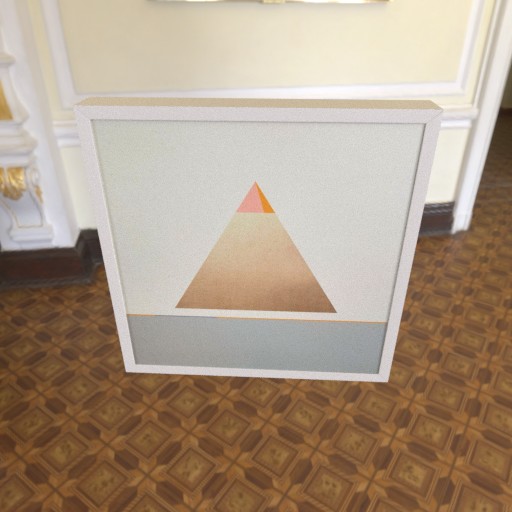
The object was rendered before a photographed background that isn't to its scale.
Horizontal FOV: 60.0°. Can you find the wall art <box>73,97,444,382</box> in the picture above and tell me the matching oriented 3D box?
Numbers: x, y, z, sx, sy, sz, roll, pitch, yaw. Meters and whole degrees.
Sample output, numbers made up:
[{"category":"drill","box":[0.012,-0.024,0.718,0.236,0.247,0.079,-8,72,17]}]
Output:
[{"category":"wall art","box":[0.000,0.000,0.457,0.305,0.304,0.038,2,30,3]}]
